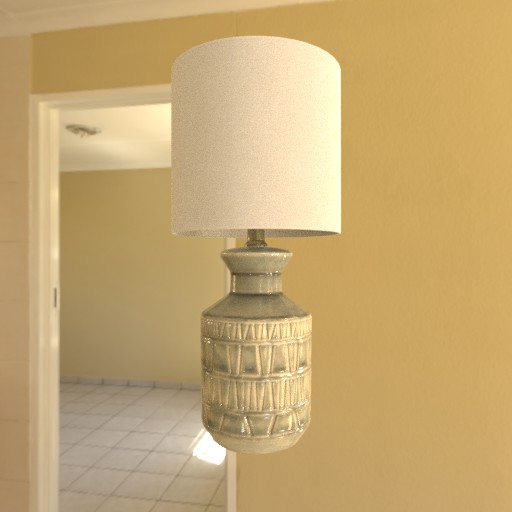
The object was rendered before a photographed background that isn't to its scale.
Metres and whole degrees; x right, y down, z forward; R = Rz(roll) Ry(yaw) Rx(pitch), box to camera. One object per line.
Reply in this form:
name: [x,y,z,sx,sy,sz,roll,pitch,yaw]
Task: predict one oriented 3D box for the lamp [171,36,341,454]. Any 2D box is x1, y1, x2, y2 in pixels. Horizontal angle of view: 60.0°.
lamp: [0.000,0.000,0.562,0.211,0.455,0.211,0,0,1]
